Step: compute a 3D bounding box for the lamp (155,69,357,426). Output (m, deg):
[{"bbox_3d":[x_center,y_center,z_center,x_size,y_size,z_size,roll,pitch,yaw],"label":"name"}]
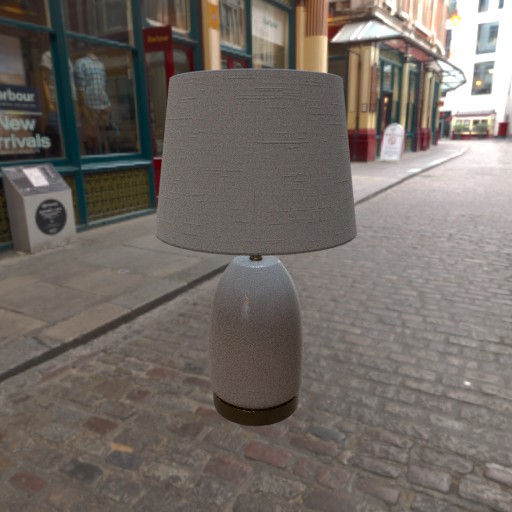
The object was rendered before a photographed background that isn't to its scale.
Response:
[{"bbox_3d":[0.000,0.000,0.653,0.285,0.483,0.285,0,16,0],"label":"lamp"}]
